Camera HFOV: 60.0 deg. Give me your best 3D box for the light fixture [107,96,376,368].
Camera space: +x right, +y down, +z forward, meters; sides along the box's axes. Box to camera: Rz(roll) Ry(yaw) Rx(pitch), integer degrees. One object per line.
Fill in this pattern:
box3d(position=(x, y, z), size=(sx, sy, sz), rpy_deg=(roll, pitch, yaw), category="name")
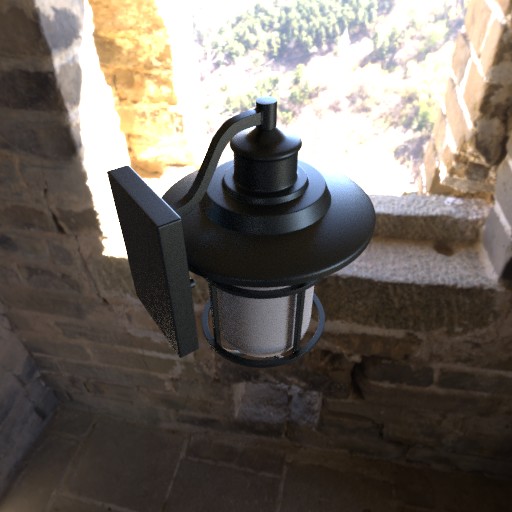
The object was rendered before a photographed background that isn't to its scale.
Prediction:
box3d(position=(0.000, 0.000, 0.494), size=(0.252, 0.345, 0.222), rpy_deg=(-24, 45, -26), category="light fixture")
